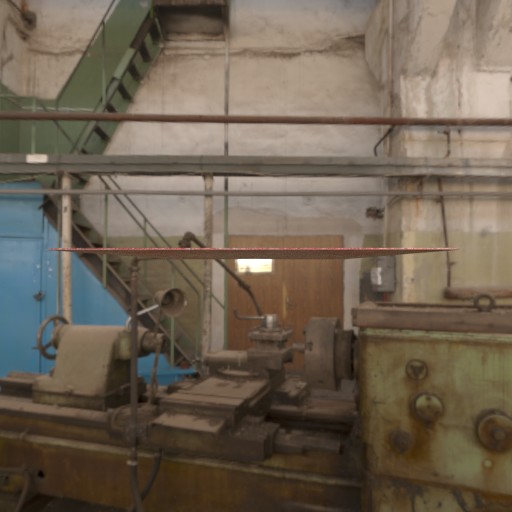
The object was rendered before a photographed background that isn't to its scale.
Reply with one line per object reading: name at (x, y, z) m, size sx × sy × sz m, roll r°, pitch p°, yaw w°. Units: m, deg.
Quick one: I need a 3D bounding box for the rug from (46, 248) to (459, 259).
rug at (0.000, 0.000, 2.216) m, size 1.219 × 0.006 × 1.829 m, roll 0°, pitch -1°, yaw 1°
